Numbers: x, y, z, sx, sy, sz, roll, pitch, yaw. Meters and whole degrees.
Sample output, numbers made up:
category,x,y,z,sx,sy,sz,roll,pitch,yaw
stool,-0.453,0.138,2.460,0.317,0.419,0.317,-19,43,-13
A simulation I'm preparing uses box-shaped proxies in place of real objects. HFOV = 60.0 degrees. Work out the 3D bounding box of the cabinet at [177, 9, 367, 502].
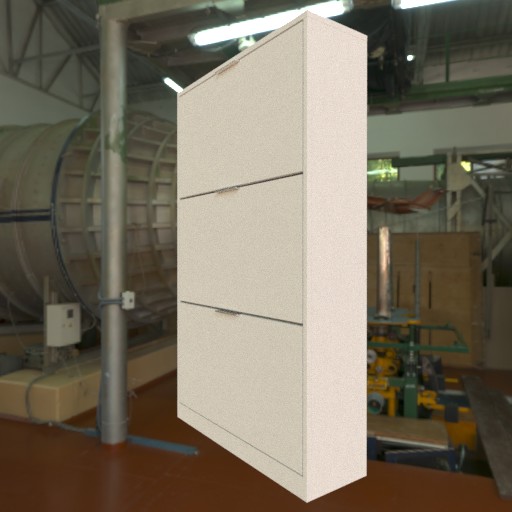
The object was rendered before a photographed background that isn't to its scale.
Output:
category,x,y,z,sx,sy,sz,roll,pitch,yaw
cabinet,0.000,0.000,1.518,0.250,1.280,0.750,0,1,-36
